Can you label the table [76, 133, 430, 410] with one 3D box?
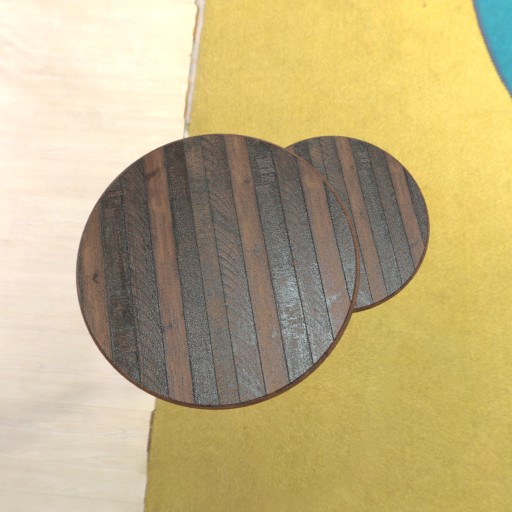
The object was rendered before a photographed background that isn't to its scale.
[{"bbox_3d":[0.000,0.000,1.621,1.152,0.516,0.870,-34,78,-8],"label":"table"}]
